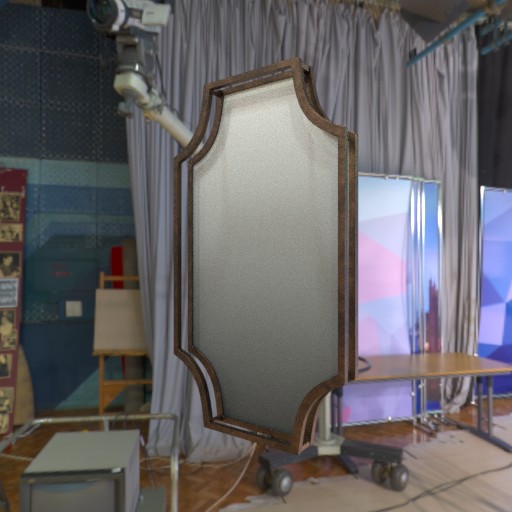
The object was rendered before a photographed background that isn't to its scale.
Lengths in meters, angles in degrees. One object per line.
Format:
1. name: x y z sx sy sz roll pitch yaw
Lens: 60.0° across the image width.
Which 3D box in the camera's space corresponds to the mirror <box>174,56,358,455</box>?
1. mirror: 0.000 0.000 1.002 0.462 0.811 0.066 0 0 36
